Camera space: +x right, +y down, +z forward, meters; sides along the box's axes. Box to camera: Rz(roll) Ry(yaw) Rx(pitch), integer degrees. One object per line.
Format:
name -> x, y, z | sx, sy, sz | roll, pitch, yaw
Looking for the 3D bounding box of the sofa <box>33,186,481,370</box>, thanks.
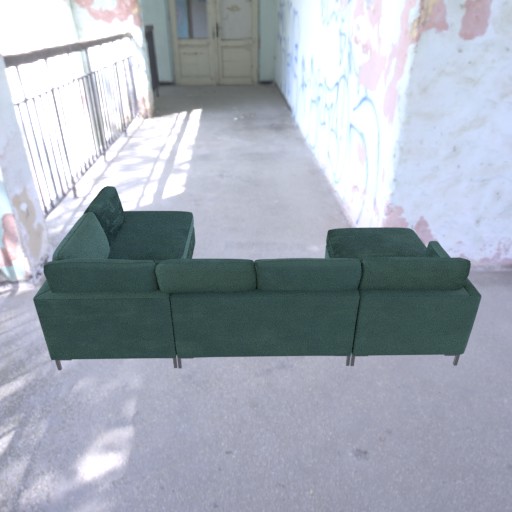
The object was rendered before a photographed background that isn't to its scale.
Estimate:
sofa -> 0.000, 0.000, 4.333 | 3.434, 0.992, 2.055 | -1, 30, -1
